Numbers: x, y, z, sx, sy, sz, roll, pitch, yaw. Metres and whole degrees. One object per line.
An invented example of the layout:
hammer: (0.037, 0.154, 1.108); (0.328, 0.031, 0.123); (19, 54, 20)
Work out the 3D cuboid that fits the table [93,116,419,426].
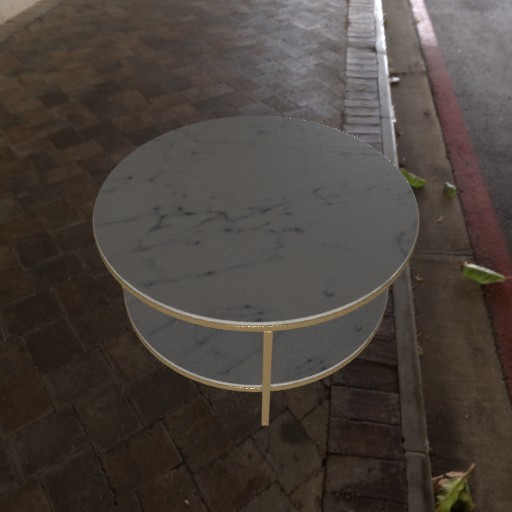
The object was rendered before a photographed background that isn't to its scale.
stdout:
table: (0.000, 0.000, 1.275); (0.800, 0.450, 0.800); (0, 46, 0)
